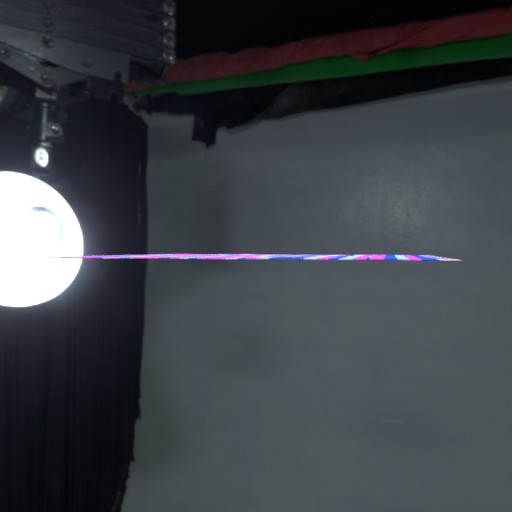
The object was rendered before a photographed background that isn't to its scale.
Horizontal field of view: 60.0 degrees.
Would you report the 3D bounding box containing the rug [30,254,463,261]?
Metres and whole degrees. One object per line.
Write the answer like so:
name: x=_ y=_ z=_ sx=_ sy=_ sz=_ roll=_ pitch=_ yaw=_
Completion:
rug: x=0.000 y=0.000 z=2.983 sx=2.350 sy=0.013 sz=1.539 roll=0 pitch=1 yaw=17
